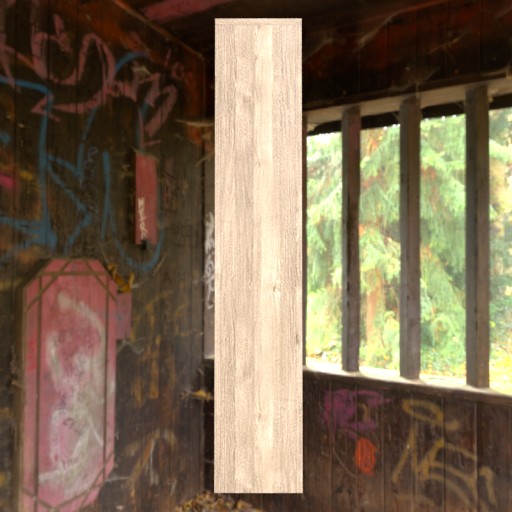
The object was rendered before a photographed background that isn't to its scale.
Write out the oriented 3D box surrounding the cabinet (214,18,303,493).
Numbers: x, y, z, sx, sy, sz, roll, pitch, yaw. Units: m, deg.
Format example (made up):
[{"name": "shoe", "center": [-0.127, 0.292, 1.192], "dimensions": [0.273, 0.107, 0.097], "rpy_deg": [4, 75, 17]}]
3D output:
[{"name": "cabinet", "center": [0.000, 0.000, 1.570], "dimensions": [0.250, 1.280, 0.750], "rpy_deg": [0, -1, 0]}]
